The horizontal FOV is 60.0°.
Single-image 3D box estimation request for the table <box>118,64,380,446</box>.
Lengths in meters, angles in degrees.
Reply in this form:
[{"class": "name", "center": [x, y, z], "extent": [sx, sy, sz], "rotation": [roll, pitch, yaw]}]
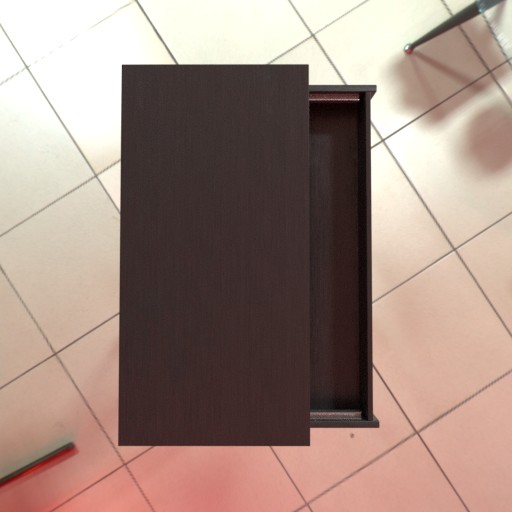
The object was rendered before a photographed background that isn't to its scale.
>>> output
[{"class": "table", "center": [0.000, 0.000, 1.443], "extent": [0.712, 0.570, 1.000], "rotation": [0, 88, 0]}]
